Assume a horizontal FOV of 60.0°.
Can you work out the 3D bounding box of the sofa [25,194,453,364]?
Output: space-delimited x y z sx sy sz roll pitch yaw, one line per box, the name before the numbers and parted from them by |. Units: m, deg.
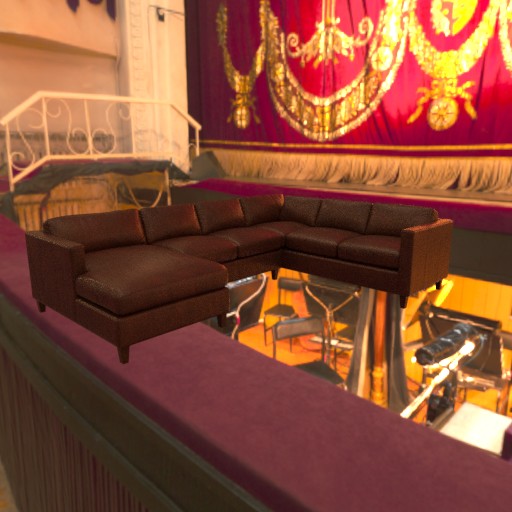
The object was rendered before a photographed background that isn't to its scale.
sofa | 0.000 0.000 4.284 2.452 0.891 3.324 12 18 43
